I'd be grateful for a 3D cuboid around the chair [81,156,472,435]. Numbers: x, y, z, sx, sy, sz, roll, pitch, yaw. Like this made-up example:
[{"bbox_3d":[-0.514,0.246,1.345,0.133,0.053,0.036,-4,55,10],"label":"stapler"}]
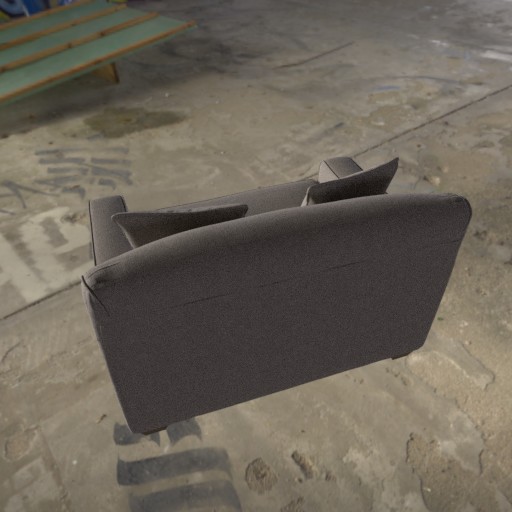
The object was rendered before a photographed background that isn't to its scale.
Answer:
[{"bbox_3d":[0.000,0.000,2.037,1.395,0.953,0.992,-12,42,-14],"label":"chair"}]
